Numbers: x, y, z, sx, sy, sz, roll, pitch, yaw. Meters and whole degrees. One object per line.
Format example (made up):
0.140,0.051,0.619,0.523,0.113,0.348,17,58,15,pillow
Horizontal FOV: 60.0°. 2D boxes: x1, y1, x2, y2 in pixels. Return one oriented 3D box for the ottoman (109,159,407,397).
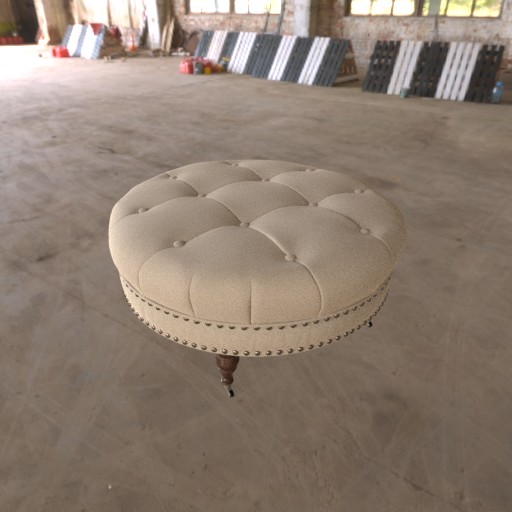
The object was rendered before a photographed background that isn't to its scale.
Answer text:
0.000,0.000,1.438,0.901,0.439,0.901,0,30,0,ottoman
